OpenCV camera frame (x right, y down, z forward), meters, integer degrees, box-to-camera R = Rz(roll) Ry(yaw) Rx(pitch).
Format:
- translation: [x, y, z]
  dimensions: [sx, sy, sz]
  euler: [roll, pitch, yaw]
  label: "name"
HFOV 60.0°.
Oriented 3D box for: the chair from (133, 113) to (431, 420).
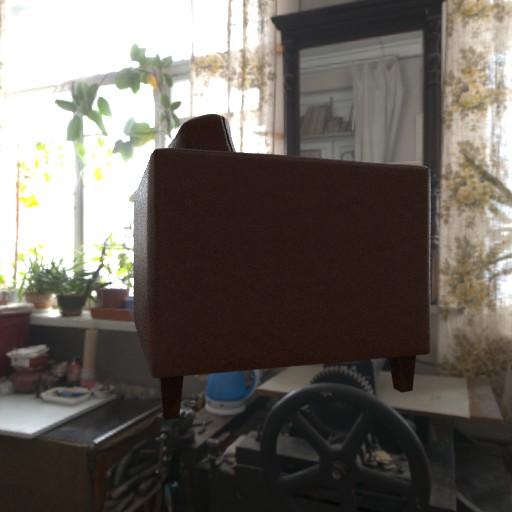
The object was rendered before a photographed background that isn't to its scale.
- translation: [0.000, 0.000, 1.856]
  dimensions: [0.959, 0.917, 1.107]
  euler: [0, 1, -18]
  label: "chair"
